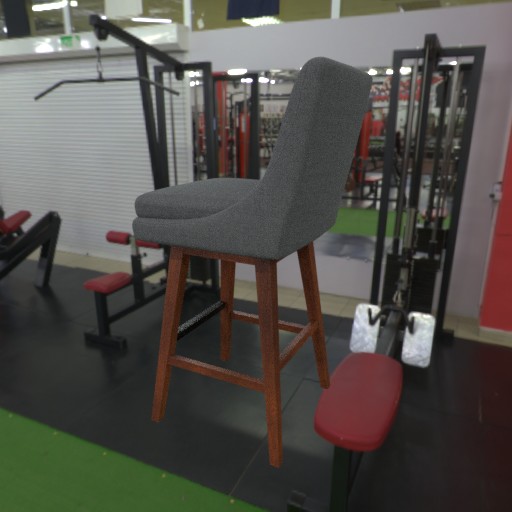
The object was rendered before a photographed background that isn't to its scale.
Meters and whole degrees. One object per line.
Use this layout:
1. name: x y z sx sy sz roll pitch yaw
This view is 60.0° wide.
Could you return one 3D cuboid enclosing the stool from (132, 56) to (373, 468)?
1. stool: 0.000 0.000 1.257 0.524 0.977 0.447 9 19 26
